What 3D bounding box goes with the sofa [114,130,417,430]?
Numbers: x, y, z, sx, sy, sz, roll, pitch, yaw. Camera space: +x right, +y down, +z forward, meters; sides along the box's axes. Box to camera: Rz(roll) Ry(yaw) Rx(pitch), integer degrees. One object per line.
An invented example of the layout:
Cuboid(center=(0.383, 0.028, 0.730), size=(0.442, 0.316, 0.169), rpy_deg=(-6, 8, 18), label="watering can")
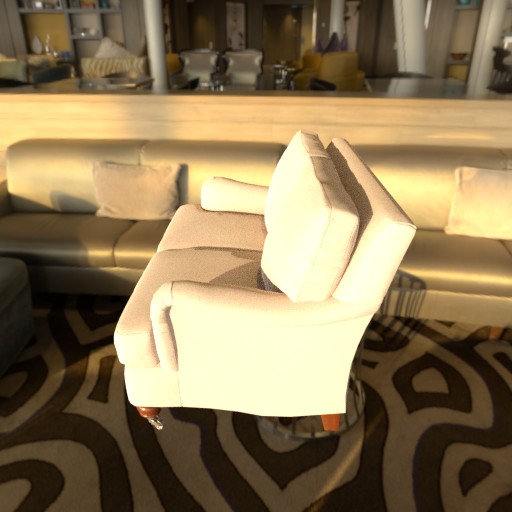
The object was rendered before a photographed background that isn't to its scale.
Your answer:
Cuboid(center=(0.000, 0.000, 2.287), size=(1.087, 1.048, 1.508), rpy_deg=(1, 26, 1), label="sofa")
